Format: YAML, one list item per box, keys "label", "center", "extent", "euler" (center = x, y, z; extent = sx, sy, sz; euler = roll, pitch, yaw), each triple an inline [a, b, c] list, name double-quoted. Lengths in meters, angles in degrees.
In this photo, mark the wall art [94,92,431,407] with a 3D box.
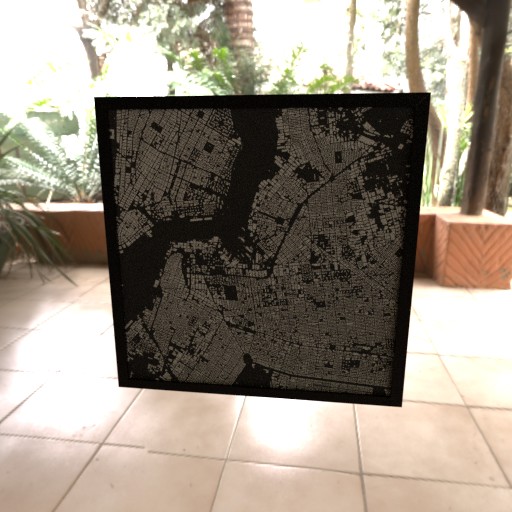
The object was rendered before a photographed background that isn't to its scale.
- label: "wall art"
  center: [0.000, 0.000, 0.741]
  extent: [0.506, 0.506, 0.038]
  euler: [2, 15, 7]
